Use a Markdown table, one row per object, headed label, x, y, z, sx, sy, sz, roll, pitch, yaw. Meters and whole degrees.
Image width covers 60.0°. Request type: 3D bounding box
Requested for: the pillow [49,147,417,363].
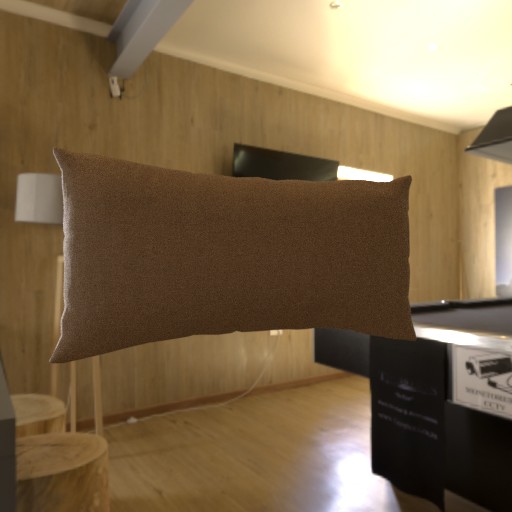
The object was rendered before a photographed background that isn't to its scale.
| label | x | y | z | sx | sy | sz | roll | pitch | yaw |
| --- | --- | --- | --- | --- | --- | --- | --- | --- | --- |
| pillow | 0.000 | 0.000 | 0.720 | 0.612 | 0.308 | 0.148 | 0 | -1 | -17 |
